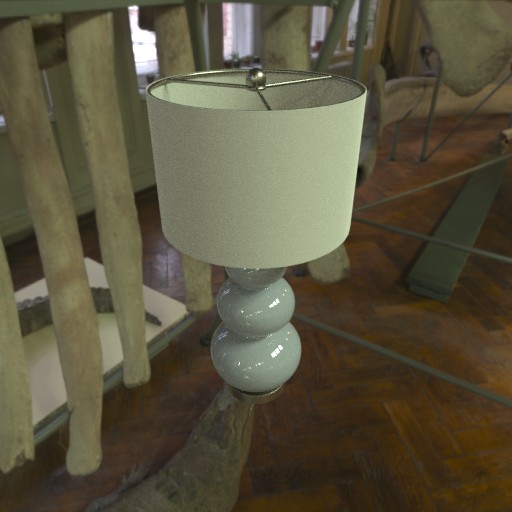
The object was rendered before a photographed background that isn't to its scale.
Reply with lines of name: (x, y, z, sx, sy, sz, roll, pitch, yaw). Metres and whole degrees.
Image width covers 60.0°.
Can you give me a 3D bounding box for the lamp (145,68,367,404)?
lamp: (0.000, 0.000, 0.925, 0.367, 0.730, 0.367, 20, 36, 30)
